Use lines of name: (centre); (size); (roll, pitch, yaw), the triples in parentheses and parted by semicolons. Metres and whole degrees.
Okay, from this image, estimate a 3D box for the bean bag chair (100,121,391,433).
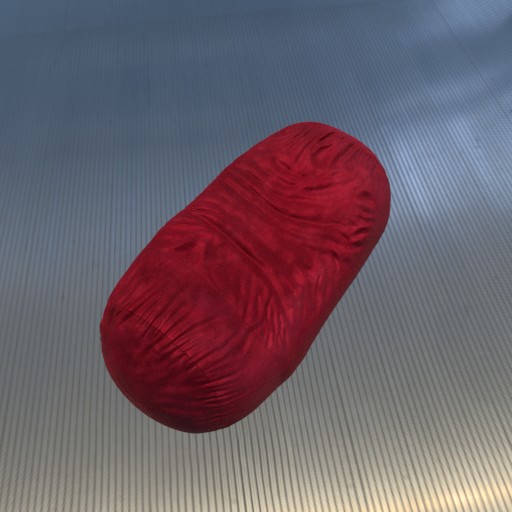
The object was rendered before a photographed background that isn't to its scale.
bean bag chair: (0.000, 0.000, 2.878); (1.216, 0.867, 2.293); (32, 63, 18)
